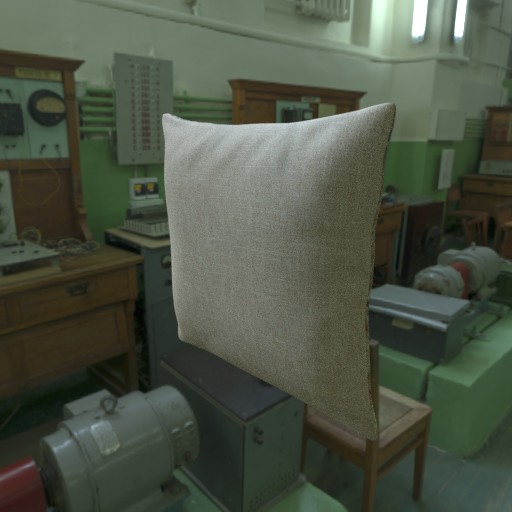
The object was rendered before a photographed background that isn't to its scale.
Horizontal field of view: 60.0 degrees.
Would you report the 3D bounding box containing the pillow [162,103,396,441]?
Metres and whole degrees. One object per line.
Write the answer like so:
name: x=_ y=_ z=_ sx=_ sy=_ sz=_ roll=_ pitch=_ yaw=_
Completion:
pillow: x=0.000 y=0.000 z=0.803 sx=0.523 sy=0.506 sz=0.166 roll=15 pitch=21 yaw=43
